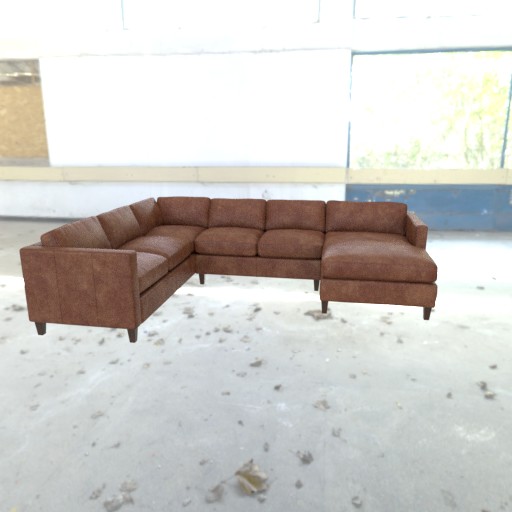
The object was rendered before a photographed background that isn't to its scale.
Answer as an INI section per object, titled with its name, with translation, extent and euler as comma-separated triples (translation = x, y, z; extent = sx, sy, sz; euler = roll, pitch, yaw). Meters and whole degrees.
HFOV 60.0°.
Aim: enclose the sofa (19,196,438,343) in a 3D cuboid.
[sofa]
translation = 0.000, 0.000, 4.401
extent = 3.324, 0.888, 2.452
euler = 3, 15, 10
